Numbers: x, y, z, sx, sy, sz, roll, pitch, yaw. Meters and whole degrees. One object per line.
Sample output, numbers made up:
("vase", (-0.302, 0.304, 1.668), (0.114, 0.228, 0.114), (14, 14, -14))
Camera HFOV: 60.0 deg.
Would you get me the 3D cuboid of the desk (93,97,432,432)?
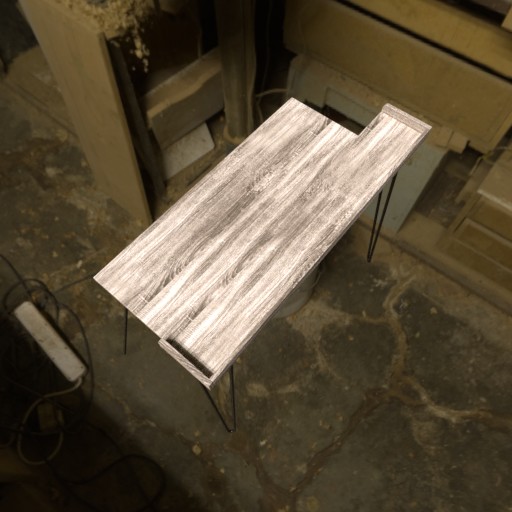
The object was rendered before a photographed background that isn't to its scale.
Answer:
("desk", (0.000, 0.000, 1.672), (0.605, 0.899, 1.135), (36, 68, 17))
